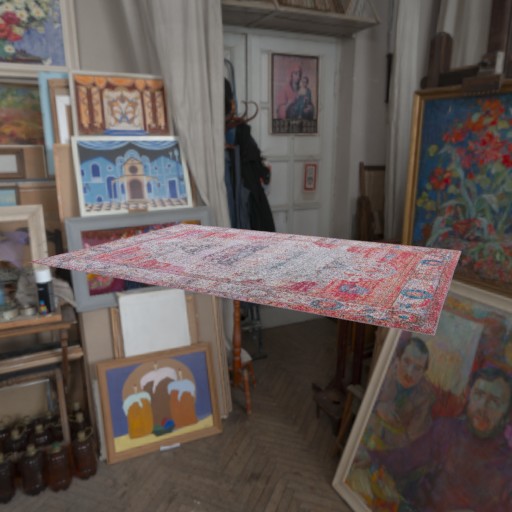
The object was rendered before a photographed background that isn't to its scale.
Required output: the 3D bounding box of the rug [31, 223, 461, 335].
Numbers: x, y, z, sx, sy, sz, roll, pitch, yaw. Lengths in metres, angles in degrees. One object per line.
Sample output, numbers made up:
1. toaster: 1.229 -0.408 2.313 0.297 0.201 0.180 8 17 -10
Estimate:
1. rug: 0.000 0.000 2.244 1.829 0.006 1.219 7 16 27
